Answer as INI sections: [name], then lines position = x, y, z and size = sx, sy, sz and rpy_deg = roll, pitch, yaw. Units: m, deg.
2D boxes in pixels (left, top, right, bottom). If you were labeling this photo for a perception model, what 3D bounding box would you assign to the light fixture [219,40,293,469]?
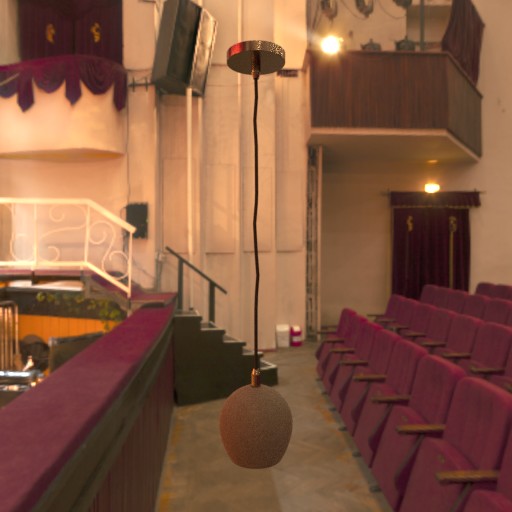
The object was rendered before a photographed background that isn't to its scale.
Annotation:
[light fixture]
position = 0.000, 0.000, 0.841
size = 0.139, 0.764, 0.139
rpy_deg = 0, 0, 0
